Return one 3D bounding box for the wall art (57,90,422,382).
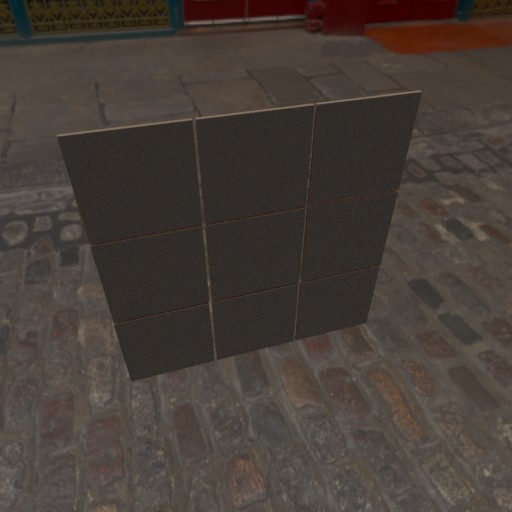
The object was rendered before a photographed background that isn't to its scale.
[{"bbox_3d":[0.000,0.000,2.273,1.527,1.521,0.017,-11,41,-13],"label":"wall art"}]
